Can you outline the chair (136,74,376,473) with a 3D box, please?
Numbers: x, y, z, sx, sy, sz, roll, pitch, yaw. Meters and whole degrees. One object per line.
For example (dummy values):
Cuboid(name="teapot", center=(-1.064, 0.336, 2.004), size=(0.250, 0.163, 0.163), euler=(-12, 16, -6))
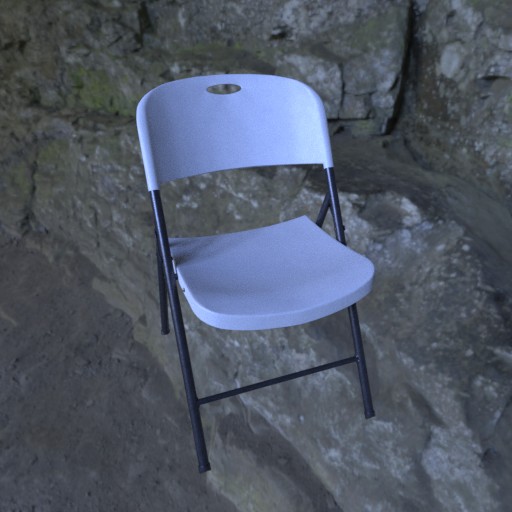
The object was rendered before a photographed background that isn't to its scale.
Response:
Cuboid(name="chair", center=(0.000, 0.000, 1.155), size=(0.494, 0.810, 0.566), euler=(-11, 32, -17))
